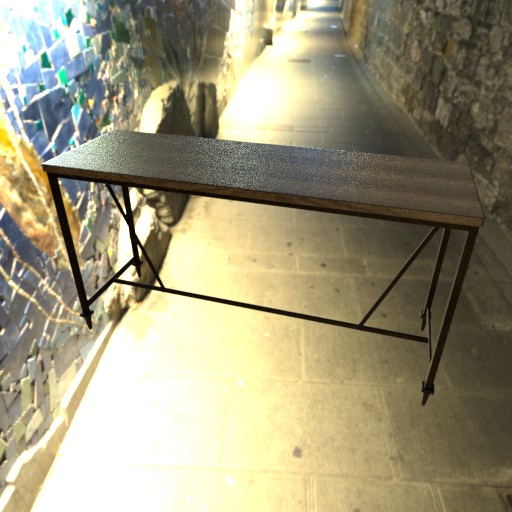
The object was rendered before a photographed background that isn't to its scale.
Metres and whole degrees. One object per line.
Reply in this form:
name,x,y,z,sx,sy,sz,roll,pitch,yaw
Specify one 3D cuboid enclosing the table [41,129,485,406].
table,0.000,0.000,2.077,1.700,0.902,0.551,9,33,15
